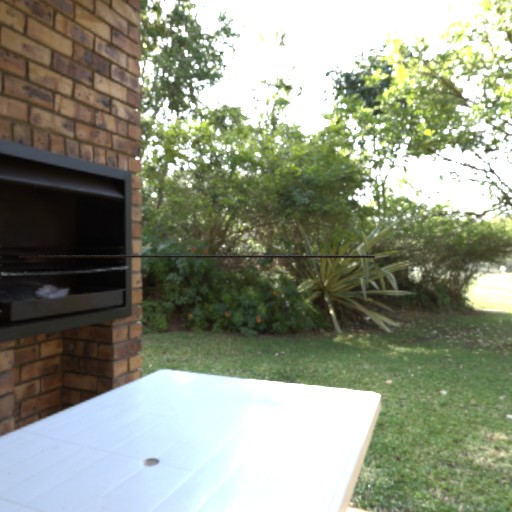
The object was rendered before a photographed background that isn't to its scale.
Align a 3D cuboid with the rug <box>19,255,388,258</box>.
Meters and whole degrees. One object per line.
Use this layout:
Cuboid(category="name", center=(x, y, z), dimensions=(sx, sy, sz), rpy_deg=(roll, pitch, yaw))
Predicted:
Cuboid(category="rug", center=(0.000, 0.000, 2.871), dimensions=(1.600, 0.008, 2.235), rpy_deg=(0, 0, 18))
